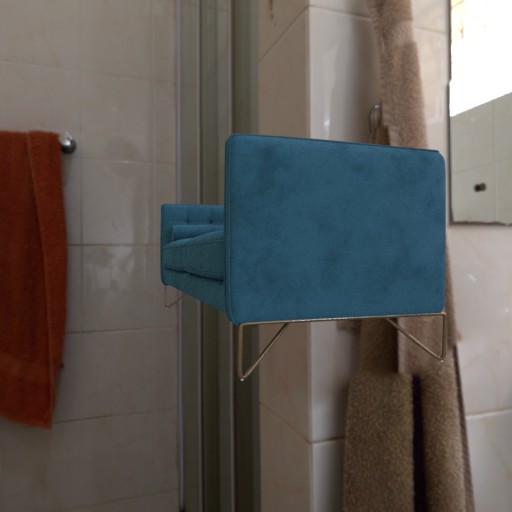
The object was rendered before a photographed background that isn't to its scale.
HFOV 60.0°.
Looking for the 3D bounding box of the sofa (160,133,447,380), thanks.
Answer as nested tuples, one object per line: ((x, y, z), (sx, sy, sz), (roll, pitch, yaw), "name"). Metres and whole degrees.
((0.000, 0.000, 2.484), (0.867, 0.789, 2.087), (0, 0, -18), "sofa")
